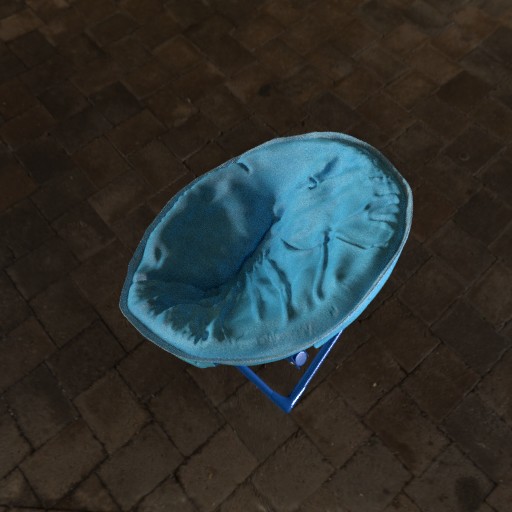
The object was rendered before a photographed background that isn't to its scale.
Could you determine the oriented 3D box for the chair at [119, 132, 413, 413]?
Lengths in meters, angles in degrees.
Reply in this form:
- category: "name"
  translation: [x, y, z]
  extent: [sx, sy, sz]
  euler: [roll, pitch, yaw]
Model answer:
- category: "chair"
  translation: [0.000, 0.000, 0.880]
  extent: [0.465, 0.478, 0.520]
  euler: [33, 69, 15]
